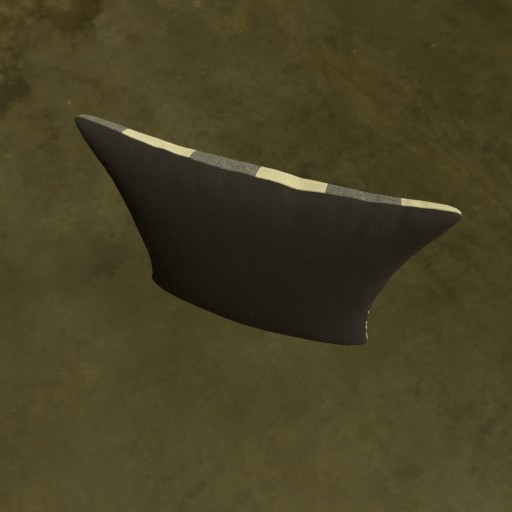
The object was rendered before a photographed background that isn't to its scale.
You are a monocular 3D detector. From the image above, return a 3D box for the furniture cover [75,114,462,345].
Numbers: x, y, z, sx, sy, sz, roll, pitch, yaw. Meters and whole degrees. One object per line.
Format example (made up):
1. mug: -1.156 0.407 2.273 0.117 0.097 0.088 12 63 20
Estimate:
1. furniture cover: 0.000 0.000 0.780 0.511 0.509 0.161 16 63 8
